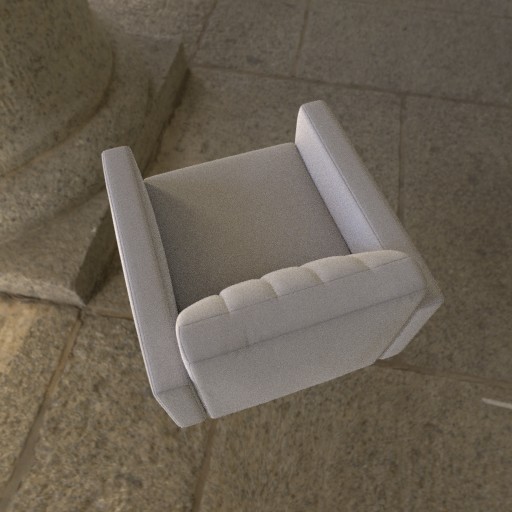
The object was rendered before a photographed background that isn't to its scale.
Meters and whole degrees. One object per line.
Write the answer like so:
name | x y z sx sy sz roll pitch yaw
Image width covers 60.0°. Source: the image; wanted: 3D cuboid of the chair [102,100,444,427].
chair | 0.000 0.000 1.700 0.953 0.819 0.998 -16 60 -9
